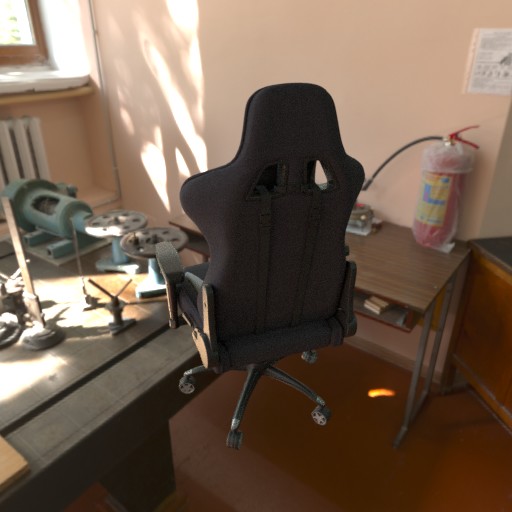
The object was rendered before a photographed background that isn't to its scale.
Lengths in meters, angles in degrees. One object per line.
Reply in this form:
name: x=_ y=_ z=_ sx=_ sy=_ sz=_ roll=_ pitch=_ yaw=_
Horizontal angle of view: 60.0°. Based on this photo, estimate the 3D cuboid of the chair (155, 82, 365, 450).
chair: x=0.000 y=0.000 z=1.704 sx=0.730 sy=1.300 sz=0.695 roll=-9 pitch=28 yaw=-17
